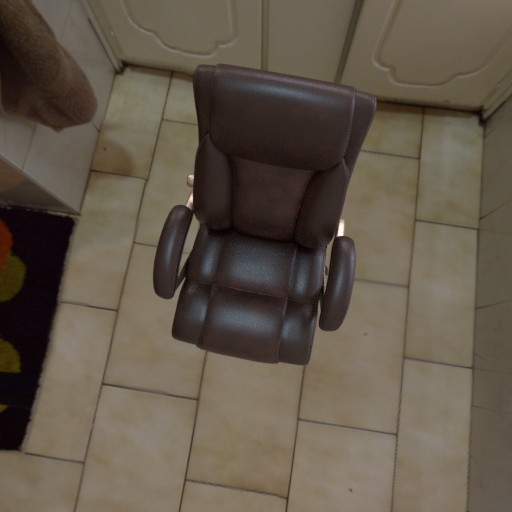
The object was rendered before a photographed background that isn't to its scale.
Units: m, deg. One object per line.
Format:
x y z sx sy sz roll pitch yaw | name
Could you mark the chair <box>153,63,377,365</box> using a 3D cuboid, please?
0.000 0.000 1.634 0.692 1.194 0.749 11 78 2 | chair
